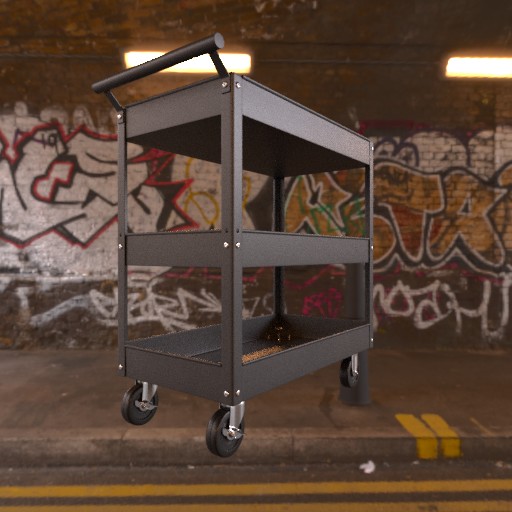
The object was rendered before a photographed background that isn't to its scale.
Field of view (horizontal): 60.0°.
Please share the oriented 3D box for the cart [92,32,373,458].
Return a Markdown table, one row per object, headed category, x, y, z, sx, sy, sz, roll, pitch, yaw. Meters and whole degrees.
| category | x | y | z | sx | sy | sz | roll | pitch | yaw |
| --- | --- | --- | --- | --- | --- | --- | --- | --- | --- |
| cart | 0.000 | 0.000 | 1.158 | 0.366 | 0.780 | 0.719 | 0 | 0 | 37 |
